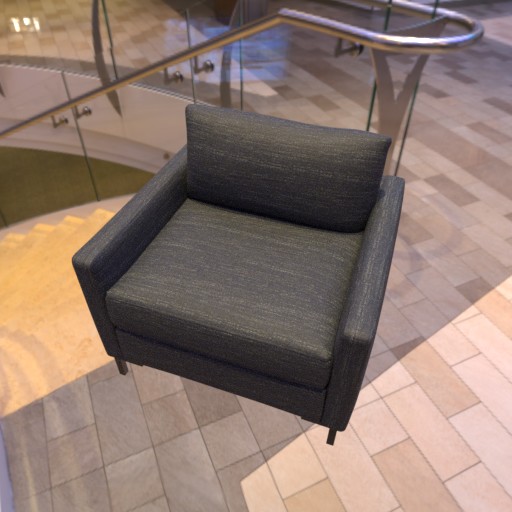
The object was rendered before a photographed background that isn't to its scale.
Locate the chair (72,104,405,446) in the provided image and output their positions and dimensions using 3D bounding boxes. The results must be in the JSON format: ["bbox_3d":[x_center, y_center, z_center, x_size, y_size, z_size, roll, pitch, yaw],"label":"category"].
[{"bbox_3d":[0.000,0.000,1.667,0.963,0.861,0.866,13,43,15],"label":"chair"}]
